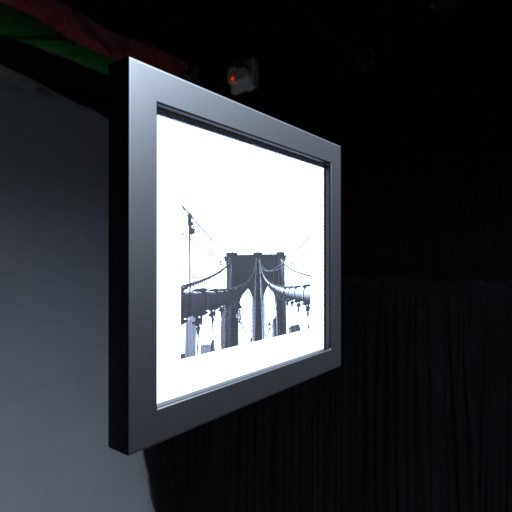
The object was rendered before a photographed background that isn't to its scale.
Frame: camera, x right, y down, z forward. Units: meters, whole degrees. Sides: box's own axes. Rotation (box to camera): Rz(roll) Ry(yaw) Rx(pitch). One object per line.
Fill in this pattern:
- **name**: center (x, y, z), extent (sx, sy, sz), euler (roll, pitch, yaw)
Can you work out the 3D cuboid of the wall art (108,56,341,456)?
- **wall art**: center (0.000, 0.000, 0.524), extent (0.028, 0.330, 0.380), euler (0, 0, 38)
